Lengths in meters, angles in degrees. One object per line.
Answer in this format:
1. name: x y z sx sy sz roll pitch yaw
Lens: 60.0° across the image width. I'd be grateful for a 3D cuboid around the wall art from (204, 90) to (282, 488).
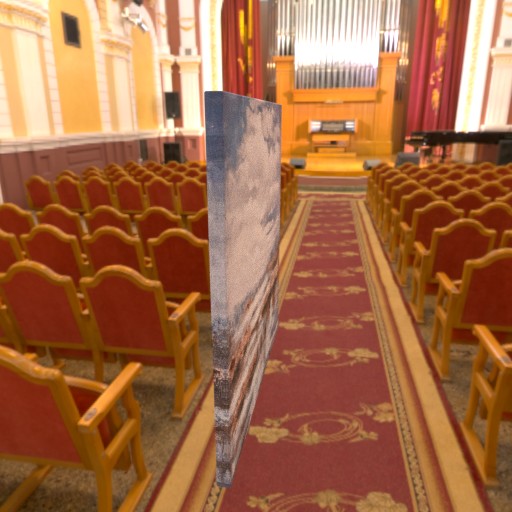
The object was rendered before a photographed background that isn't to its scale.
1. wall art: 0.000 0.000 1.536 0.040 1.020 1.010 3 18 10
